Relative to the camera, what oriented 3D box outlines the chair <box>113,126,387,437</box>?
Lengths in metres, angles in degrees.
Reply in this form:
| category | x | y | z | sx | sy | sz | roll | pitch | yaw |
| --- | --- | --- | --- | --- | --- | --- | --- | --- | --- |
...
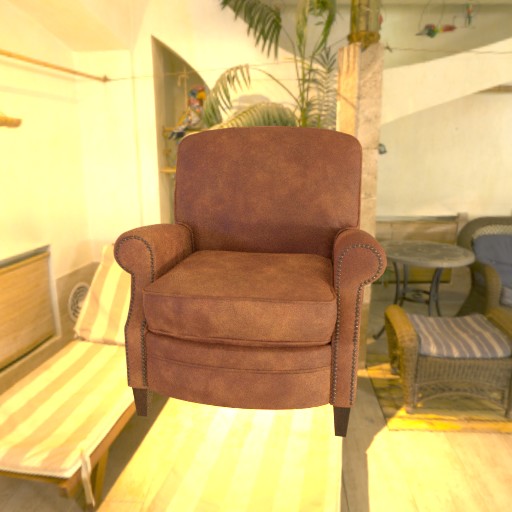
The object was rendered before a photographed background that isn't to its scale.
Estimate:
| category | x | y | z | sx | sy | sz | roll | pitch | yaw |
| --- | --- | --- | --- | --- | --- | --- | --- | --- | --- |
| chair | 0.000 | 0.000 | 1.757 | 0.936 | 1.018 | 0.986 | 2 | 14 | 9 |
